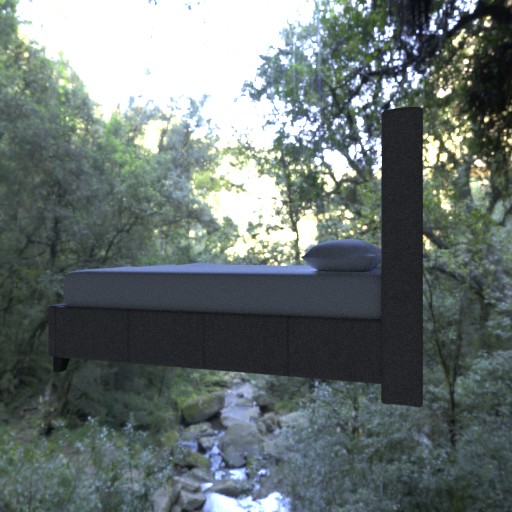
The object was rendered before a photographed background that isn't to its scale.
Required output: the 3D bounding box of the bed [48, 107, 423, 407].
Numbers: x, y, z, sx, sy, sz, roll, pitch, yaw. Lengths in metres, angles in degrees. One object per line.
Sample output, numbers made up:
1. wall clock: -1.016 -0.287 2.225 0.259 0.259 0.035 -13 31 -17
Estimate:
1. bed: 0.000 0.000 3.295 2.245 1.476 1.714 0 0 18
